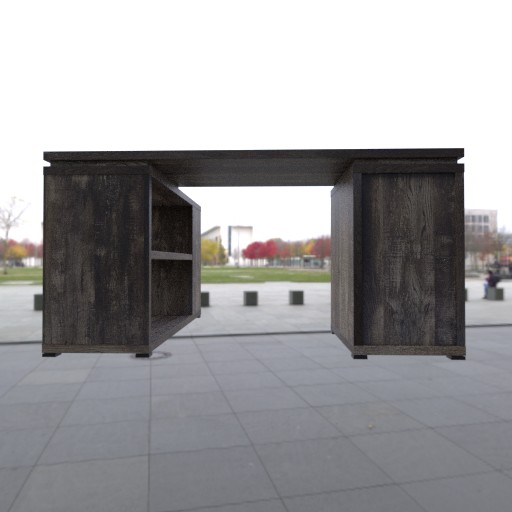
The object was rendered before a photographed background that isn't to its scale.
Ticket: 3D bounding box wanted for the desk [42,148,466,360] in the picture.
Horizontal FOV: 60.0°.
[{"bbox_3d":[0.000,0.000,2.196,1.524,0.753,1.200,0,-1,2],"label":"desk"}]
